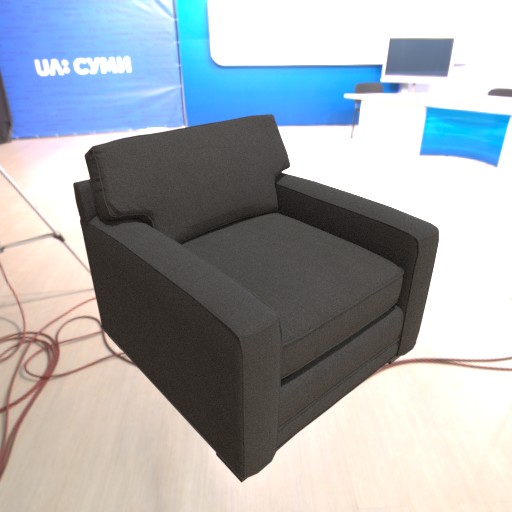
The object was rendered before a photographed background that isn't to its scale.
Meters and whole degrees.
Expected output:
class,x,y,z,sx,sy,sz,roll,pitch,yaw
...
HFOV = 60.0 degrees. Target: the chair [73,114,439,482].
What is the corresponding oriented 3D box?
class,x,y,z,sx,sy,sz,roll,pitch,yaw
chair,0.000,0.000,1.791,0.997,0.913,1.043,-23,36,-35
